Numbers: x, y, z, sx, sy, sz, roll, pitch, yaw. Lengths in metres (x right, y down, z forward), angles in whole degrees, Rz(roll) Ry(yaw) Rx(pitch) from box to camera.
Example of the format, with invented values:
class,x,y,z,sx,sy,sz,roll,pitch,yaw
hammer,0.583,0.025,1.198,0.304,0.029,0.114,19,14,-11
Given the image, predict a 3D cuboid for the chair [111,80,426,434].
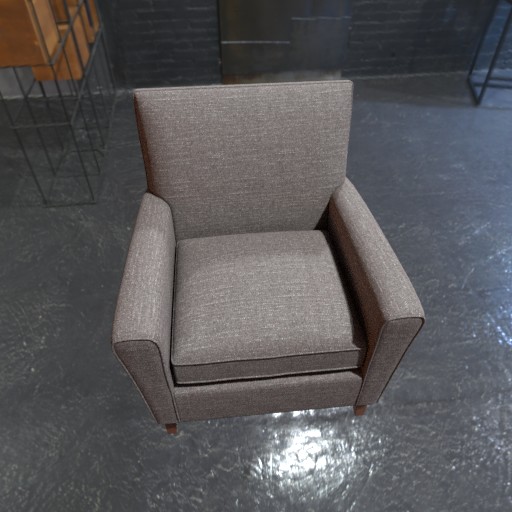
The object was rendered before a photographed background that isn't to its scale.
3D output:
class,x,y,z,sx,sy,sz,roll,pitch,yaw
chair,0.000,0.000,1.561,0.838,0.885,0.875,-4,45,-4
